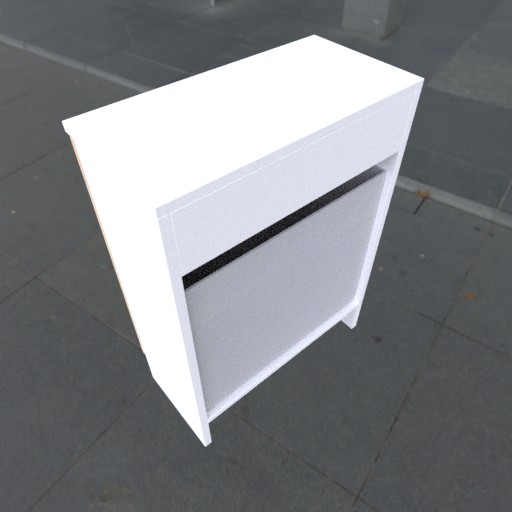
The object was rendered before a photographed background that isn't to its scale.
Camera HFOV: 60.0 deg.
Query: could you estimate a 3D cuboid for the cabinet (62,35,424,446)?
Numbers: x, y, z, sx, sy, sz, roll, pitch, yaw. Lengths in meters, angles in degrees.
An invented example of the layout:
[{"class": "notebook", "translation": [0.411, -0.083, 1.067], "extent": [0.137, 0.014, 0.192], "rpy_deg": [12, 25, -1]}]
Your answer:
[{"class": "cabinet", "translation": [0.000, 0.000, 1.088], "extent": [0.600, 0.815, 0.296], "rpy_deg": [-31, 54, -27]}]
